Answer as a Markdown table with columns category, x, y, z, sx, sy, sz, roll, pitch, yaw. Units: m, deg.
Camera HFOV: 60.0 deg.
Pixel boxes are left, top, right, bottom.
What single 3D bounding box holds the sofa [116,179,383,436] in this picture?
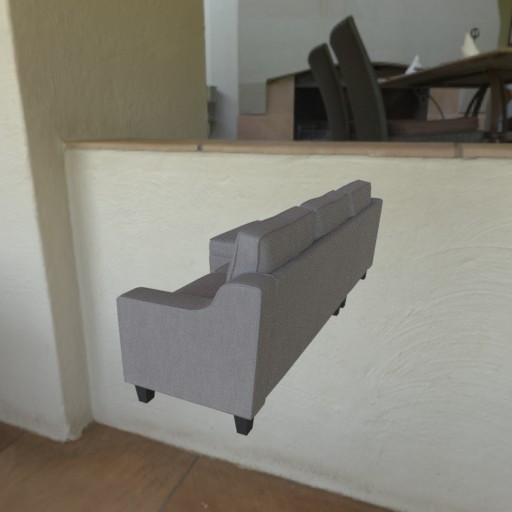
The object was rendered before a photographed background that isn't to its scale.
| category | x | y | z | sx | sy | sz | roll | pitch | yaw |
| --- | --- | --- | --- | --- | --- | --- | --- | --- | --- |
| sofa | 0.000 | 0.000 | 3.175 | 1.294 | 0.928 | 2.561 | 8 | 18 | 25 |
